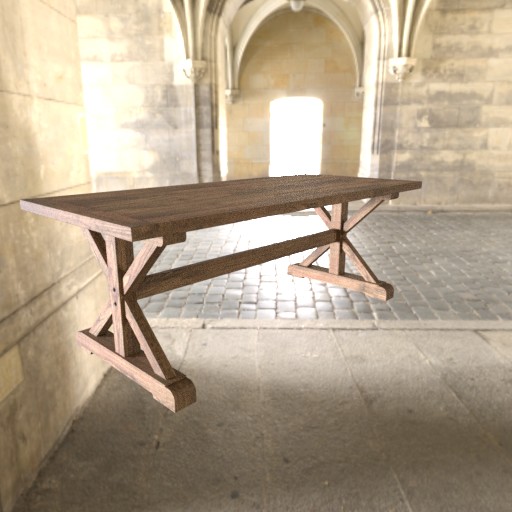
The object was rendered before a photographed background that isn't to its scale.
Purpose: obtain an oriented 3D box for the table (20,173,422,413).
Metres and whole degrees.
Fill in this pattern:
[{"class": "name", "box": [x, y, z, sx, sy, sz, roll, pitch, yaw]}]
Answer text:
[{"class": "table", "box": [0.000, 0.000, 2.431, 0.907, 0.733, 2.031, 14, 20, 42]}]
